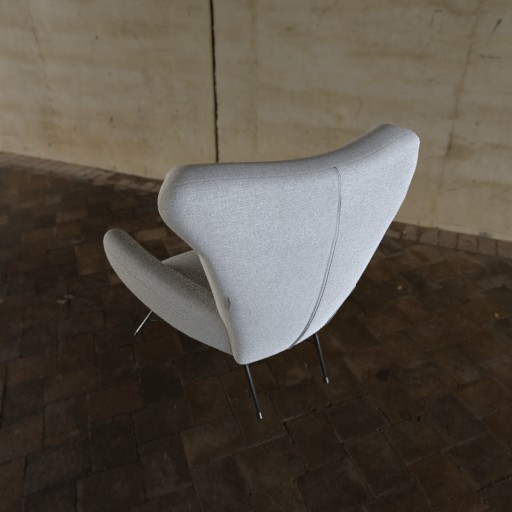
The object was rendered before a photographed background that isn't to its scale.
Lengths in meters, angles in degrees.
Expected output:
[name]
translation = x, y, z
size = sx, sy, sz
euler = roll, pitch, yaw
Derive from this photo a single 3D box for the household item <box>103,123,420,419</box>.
[household item]
translation = 0.000, 0.000, 1.768
size = 0.980, 1.050, 0.900
euler = -19, 36, -29
